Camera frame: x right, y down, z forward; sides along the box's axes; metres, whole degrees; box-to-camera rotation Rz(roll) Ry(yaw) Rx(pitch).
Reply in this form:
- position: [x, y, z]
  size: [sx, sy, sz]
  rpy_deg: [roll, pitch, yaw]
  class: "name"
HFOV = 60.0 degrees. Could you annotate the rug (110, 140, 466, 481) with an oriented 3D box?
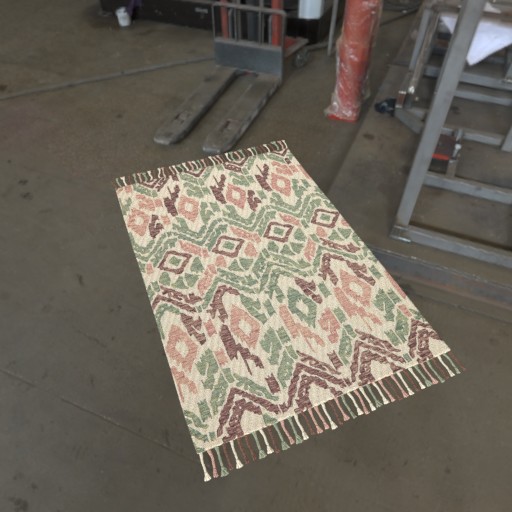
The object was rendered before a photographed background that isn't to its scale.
- position: [0.000, 0.000, 2.963]
  size: [1.524, 0.011, 2.438]
  rpy_deg: [-17, 49, -15]
  class: "rug"
